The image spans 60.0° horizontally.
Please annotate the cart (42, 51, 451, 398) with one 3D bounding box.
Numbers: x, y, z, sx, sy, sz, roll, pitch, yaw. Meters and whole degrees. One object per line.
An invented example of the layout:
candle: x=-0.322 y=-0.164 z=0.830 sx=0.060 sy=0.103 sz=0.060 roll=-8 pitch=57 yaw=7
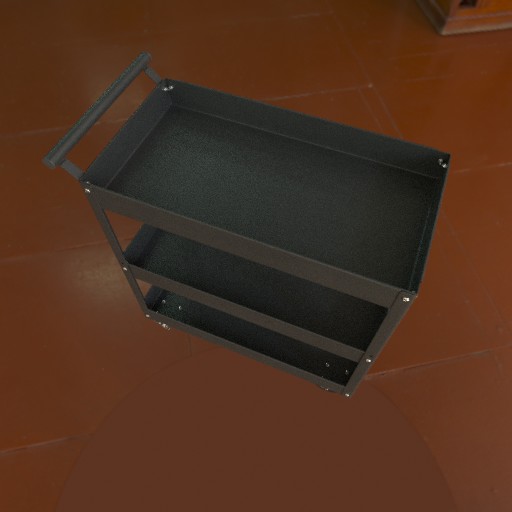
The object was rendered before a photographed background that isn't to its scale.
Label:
cart: x=0.000 y=0.000 z=1.168 sx=0.719 sy=0.780 sz=0.366 roll=19 pitch=59 yaw=12
